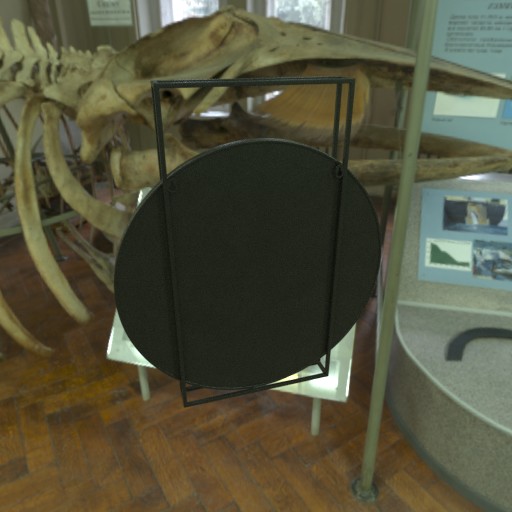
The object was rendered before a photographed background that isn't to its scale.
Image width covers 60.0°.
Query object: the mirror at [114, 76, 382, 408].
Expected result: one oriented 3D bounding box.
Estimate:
[{"bbox_3d":[0.000,0.000,0.813,0.508,0.603,0.051,-8,27,-15],"label":"mirror"}]
